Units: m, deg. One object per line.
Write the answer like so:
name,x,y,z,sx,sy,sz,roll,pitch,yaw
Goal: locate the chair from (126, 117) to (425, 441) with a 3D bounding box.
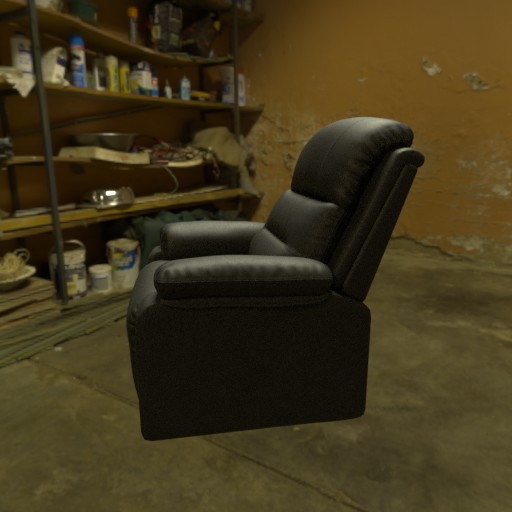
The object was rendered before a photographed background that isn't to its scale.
chair,0.000,0.000,1.649,0.919,0.992,0.855,-2,13,-10
